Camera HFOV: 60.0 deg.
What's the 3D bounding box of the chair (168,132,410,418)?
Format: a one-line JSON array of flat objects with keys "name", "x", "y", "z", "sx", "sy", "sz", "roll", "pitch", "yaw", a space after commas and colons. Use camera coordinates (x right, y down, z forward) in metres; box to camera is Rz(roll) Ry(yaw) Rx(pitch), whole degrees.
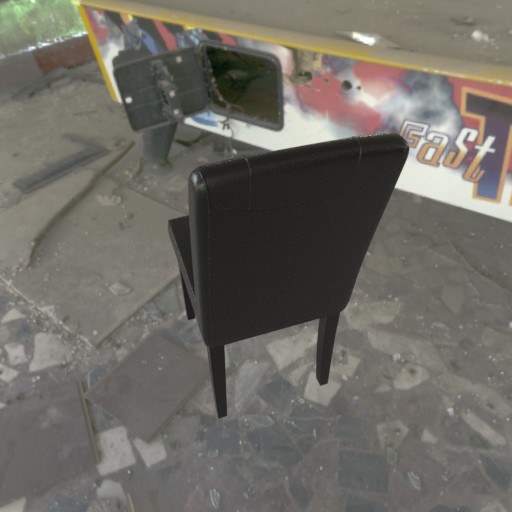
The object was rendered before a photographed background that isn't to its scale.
[{"name": "chair", "x": 0.000, "y": 0.000, "z": 1.207, "sx": 0.399, "sy": 0.897, "sz": 0.556, "roll": -13, "pitch": 43, "yaw": -15}]
